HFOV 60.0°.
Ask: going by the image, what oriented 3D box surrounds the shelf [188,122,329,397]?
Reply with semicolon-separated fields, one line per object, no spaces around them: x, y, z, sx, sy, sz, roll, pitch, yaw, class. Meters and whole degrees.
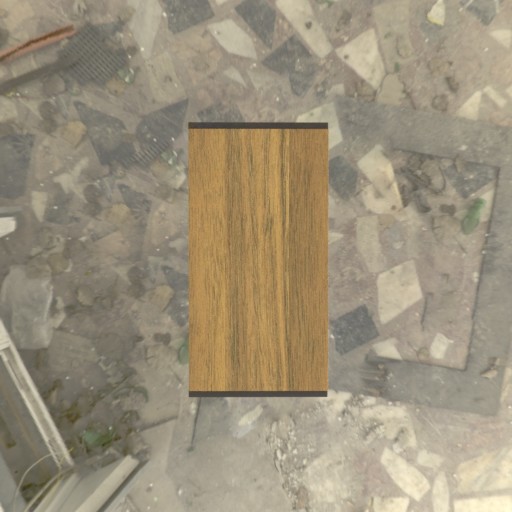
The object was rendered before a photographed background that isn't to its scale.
0.000;0.000;2.359;0.431;2.015;0.847;0;91;0;shelf
